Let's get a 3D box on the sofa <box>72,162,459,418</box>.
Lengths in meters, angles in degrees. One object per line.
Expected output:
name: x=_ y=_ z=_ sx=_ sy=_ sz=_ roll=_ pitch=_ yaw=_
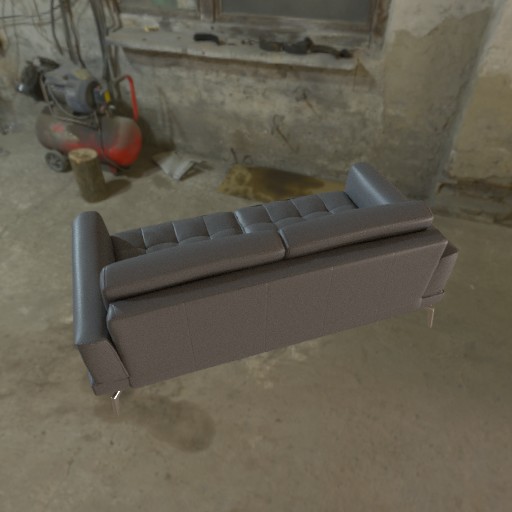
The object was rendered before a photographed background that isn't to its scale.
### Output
sofa: x=0.000 y=0.000 z=2.765 sx=2.177 sy=0.930 sz=1.121 roll=-12 pitch=44 yaw=-13
